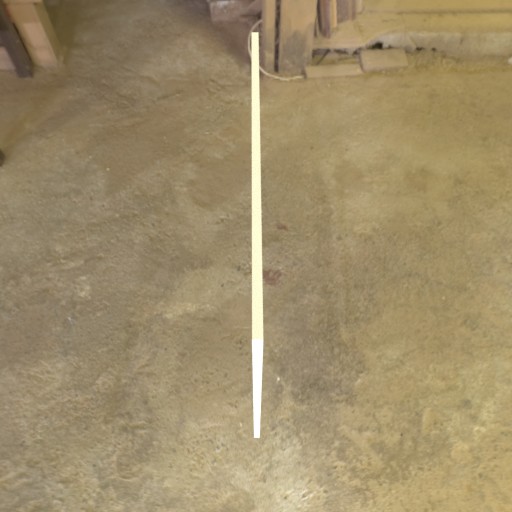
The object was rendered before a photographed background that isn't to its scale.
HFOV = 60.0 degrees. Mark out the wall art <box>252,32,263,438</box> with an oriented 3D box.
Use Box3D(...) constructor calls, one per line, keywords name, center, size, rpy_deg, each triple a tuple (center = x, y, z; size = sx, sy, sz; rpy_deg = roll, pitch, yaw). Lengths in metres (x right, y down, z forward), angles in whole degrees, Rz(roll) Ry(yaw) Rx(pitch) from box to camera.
Box3D(name="wall art", center=(0.000, 0.000, 0.849), size=(0.012, 0.557, 0.557), rpy_deg=(0, 58, 0))
